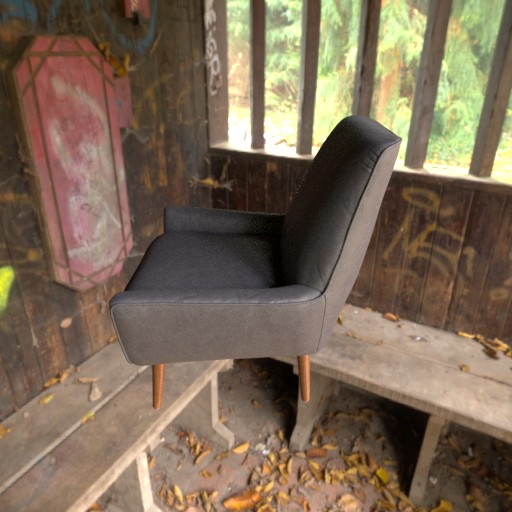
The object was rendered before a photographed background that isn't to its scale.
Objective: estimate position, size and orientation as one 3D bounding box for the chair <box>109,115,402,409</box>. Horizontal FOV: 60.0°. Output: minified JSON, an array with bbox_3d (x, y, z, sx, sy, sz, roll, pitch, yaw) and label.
[{"bbox_3d":[0.000,0.000,1.534,0.822,0.888,0.787,0,26,1],"label":"chair"}]
